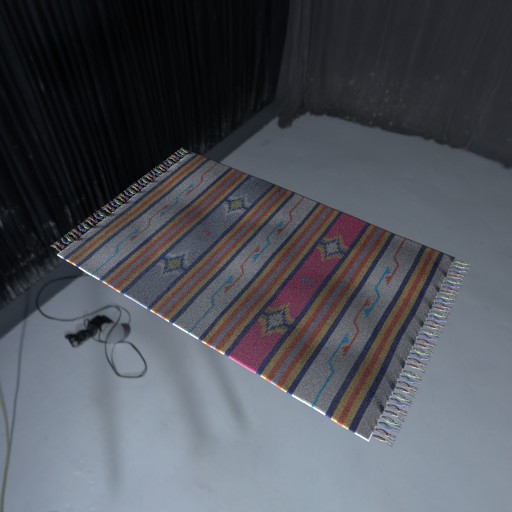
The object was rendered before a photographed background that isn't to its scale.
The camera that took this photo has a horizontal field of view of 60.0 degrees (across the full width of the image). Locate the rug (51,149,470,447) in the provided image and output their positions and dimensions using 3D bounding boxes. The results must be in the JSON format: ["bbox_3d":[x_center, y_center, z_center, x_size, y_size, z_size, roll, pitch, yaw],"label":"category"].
[{"bbox_3d":[0.000,0.000,2.226,1.849,0.013,1.084,26,52,22],"label":"rug"}]
